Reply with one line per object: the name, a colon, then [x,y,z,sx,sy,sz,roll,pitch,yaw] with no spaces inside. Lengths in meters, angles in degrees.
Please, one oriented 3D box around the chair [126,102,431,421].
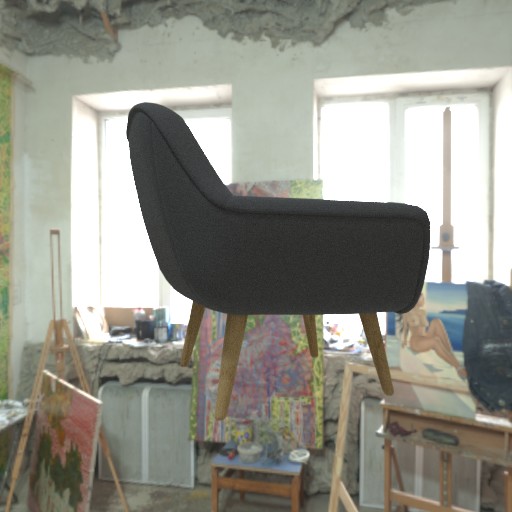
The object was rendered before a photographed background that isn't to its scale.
chair: [0.000,0.000,1.395,0.779,0.800,0.770,0,1,-19]
